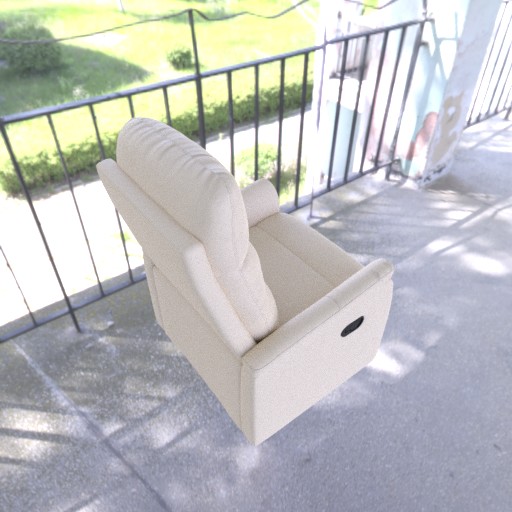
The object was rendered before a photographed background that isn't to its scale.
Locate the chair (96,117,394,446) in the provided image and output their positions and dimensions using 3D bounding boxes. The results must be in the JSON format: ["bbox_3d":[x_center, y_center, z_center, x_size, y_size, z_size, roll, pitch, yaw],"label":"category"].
[{"bbox_3d":[0.000,0.000,1.638,0.831,1.082,0.775,-26,47,-27],"label":"chair"}]
